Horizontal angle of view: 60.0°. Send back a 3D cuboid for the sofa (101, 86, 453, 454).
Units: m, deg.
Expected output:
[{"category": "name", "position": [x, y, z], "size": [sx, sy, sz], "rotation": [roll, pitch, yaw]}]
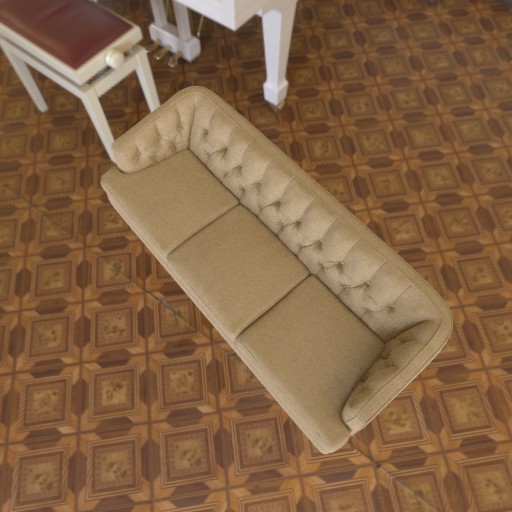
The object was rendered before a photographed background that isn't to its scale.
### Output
[{"category": "sofa", "position": [0.000, 0.000, 2.759], "size": [0.913, 0.788, 2.235], "rotation": [-37, 69, -17]}]
